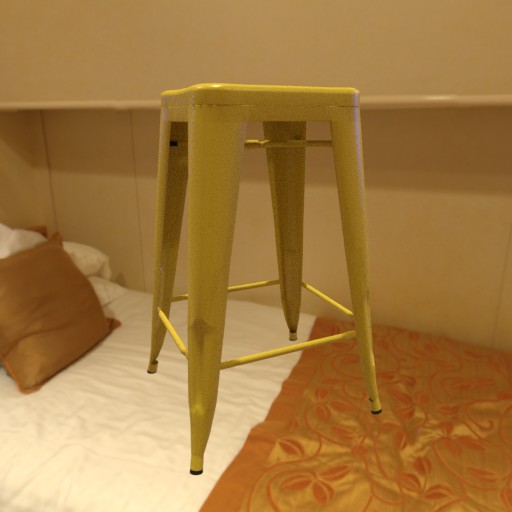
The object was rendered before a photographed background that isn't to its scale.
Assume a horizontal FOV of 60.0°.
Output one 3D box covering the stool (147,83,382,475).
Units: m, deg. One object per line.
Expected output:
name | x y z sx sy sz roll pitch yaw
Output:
stool | 0.000 0.000 0.866 0.399 0.609 0.359 -8 19 -24
